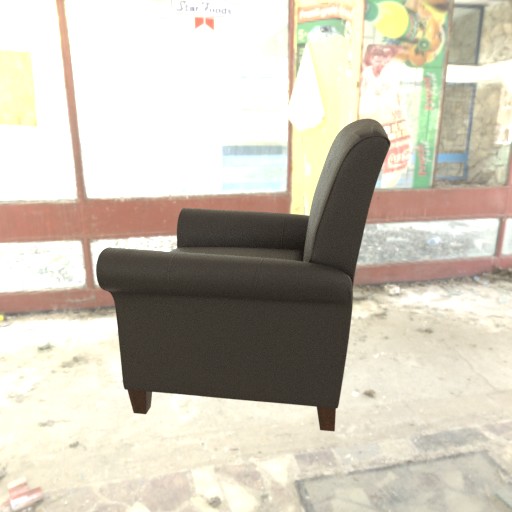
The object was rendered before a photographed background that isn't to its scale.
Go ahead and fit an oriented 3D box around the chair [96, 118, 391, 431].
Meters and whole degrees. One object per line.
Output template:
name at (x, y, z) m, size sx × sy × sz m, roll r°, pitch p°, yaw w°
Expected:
chair at (0.000, 0.000, 1.801) m, size 0.902 × 1.061 × 0.978 m, roll 2°, pitch 15°, yaw 8°
